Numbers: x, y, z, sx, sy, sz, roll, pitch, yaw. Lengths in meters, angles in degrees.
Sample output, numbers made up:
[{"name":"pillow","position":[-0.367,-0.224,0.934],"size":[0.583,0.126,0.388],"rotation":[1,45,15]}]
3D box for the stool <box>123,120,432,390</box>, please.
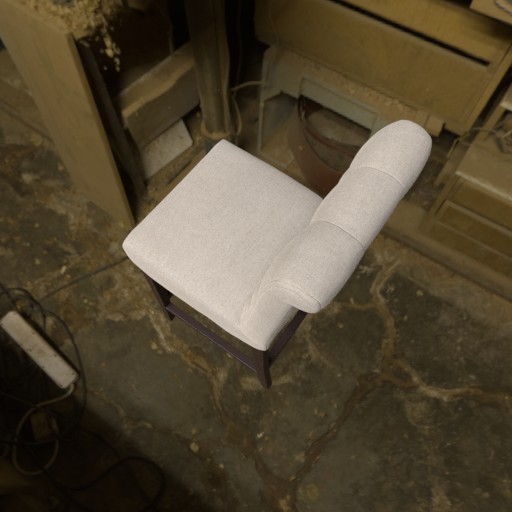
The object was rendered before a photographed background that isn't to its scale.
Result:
[{"name":"stool","position":[0.000,0.000,1.342],"size":[0.601,1.040,0.493],"rotation":[33,68,15]}]
